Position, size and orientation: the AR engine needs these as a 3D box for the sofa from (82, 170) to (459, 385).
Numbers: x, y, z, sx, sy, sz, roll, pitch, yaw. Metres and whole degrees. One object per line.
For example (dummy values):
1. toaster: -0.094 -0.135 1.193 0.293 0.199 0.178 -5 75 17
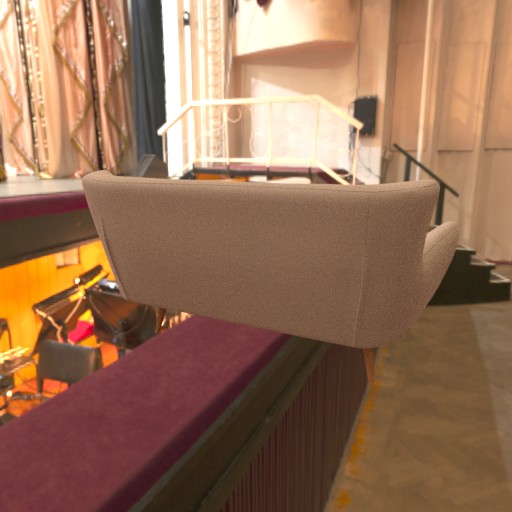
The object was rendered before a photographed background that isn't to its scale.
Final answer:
1. sofa: 0.000 0.000 2.392 1.930 0.890 0.899 7 15 27
